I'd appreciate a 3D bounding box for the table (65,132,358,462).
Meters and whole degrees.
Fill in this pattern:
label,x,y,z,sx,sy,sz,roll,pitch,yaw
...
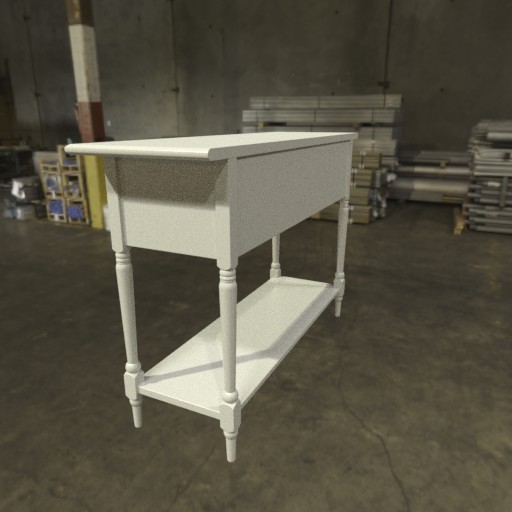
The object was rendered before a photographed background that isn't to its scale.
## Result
label,x,y,z,sx,sy,sz,roll,pitch,yaw
table,0.000,0.000,1.555,0.384,0.808,1.197,8,19,25
